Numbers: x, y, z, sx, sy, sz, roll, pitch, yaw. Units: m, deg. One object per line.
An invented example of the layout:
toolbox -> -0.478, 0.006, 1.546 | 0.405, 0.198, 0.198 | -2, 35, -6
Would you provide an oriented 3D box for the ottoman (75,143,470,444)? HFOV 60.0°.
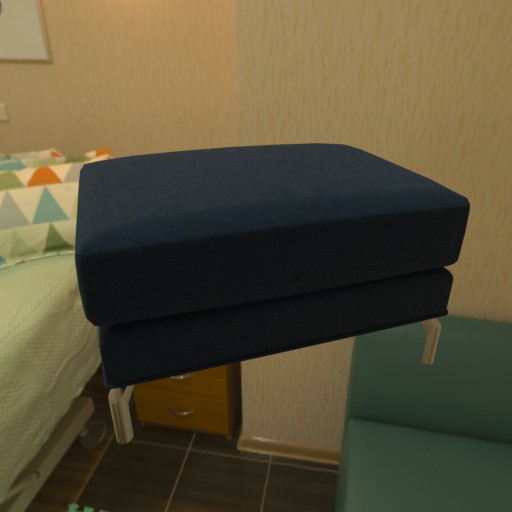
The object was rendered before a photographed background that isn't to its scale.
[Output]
ottoman -> 0.000, 0.000, 1.180 | 0.835, 0.498, 0.587 | -9, 28, -17
